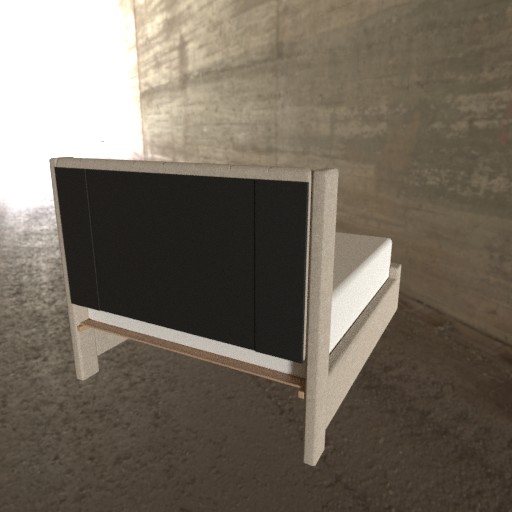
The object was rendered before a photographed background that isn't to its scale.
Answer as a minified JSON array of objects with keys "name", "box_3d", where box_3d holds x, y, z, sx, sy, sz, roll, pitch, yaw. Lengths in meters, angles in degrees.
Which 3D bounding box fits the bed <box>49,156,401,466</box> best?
[{"name":"bed","box_3d":[0.000,0.000,3.831,2.045,1.743,2.370,9,18,27]}]
